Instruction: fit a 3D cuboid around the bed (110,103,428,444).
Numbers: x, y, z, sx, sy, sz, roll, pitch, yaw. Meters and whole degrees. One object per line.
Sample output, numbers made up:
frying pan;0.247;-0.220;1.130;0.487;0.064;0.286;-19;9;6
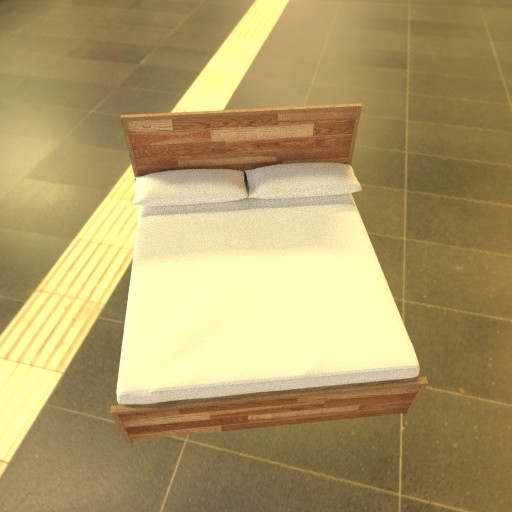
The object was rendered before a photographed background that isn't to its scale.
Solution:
bed;0.000;0.000;3.425;2.013;1.295;2.184;-4;46;-4
